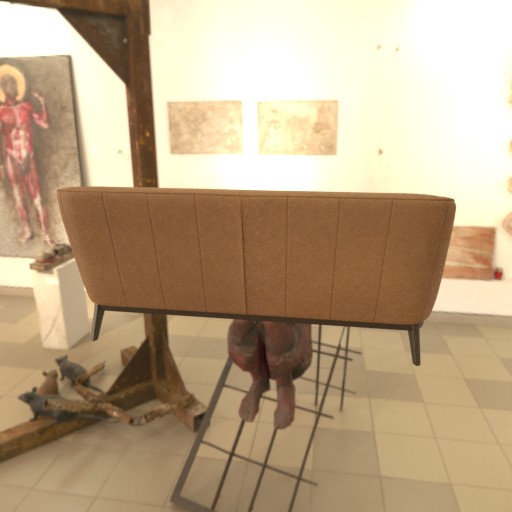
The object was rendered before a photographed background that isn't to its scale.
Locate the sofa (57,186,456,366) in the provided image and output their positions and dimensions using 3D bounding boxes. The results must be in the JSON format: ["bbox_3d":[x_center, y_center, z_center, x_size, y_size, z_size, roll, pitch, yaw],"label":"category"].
[{"bbox_3d":[0.000,0.000,2.406,1.928,0.830,0.869,3,17,8],"label":"sofa"}]
